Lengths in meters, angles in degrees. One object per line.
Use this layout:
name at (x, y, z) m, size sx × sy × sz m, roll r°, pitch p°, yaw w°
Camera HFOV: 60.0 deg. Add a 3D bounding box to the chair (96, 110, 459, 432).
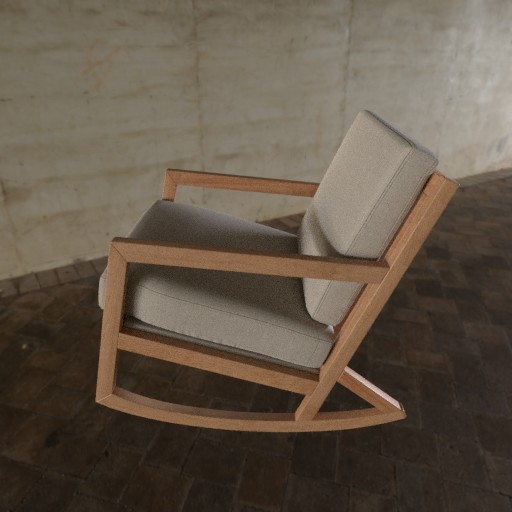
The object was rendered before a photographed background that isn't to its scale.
chair at (0.000, 0.000, 1.344) m, size 0.857 × 0.790 × 0.622 m, roll 1°, pitch 26°, yaw 2°
